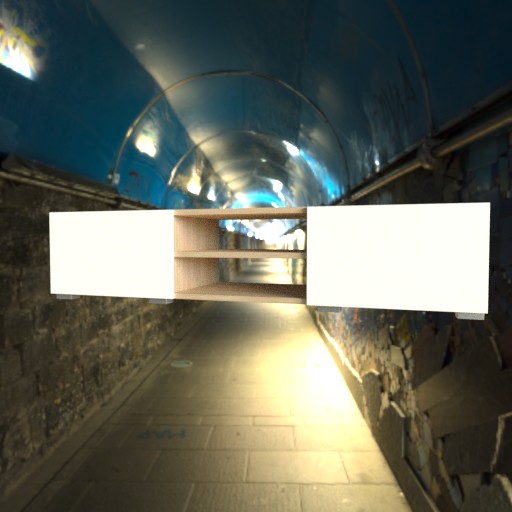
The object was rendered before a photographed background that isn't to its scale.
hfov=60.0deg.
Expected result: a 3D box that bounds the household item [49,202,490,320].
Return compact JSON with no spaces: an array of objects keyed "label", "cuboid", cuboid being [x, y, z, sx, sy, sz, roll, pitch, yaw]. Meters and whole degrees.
[{"label":"household item","cuboid":[0.000,0.000,1.558,1.400,0.310,0.420,1,2,18]}]
